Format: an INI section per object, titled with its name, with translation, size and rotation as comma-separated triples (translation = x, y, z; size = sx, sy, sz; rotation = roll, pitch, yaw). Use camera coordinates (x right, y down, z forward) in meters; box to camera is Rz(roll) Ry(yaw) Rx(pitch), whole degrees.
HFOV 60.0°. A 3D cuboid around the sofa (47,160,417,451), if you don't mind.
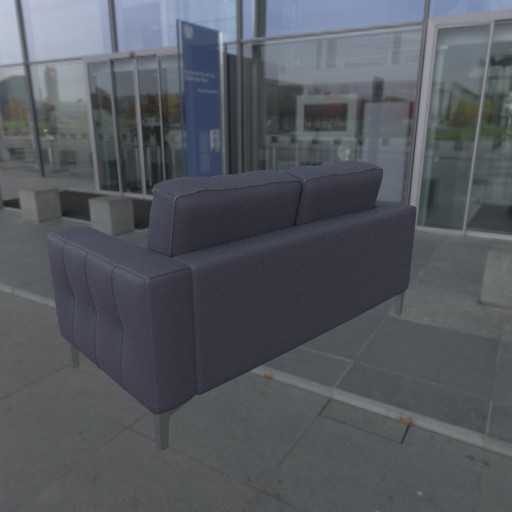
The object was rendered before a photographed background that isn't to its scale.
[sofa]
translation = 0.000, 0.000, 2.205
size = 1.726, 0.893, 0.833
rotation = -16, 23, -41
